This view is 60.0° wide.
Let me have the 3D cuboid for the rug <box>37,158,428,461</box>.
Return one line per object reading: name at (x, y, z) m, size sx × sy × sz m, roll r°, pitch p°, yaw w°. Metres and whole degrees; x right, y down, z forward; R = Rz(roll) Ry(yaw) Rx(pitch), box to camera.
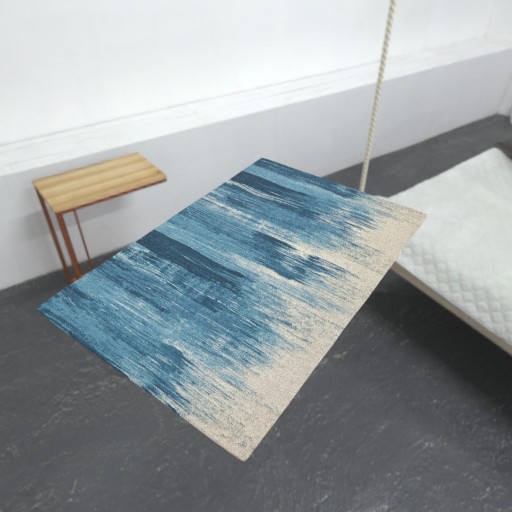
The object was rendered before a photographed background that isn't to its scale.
rug at (0.000, 0.000, 2.360) m, size 1.232 × 0.009 × 1.836 m, roll 25°, pitch 46°, yaw 27°
